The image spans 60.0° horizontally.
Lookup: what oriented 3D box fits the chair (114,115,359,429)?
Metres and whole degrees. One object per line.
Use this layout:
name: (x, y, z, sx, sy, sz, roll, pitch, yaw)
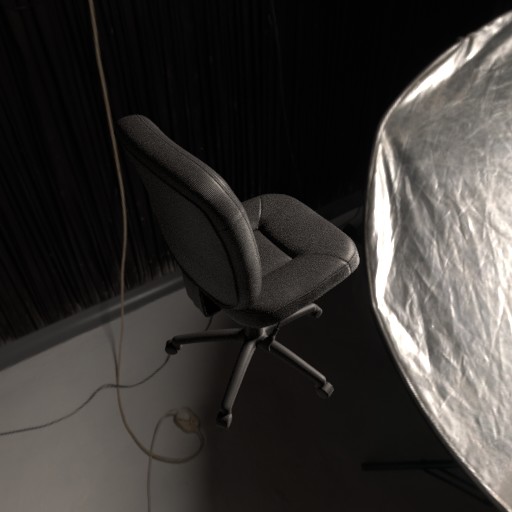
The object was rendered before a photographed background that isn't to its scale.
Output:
chair: (0.000, 0.000, 1.391, 0.646, 0.959, 0.647, -25, 47, -26)
